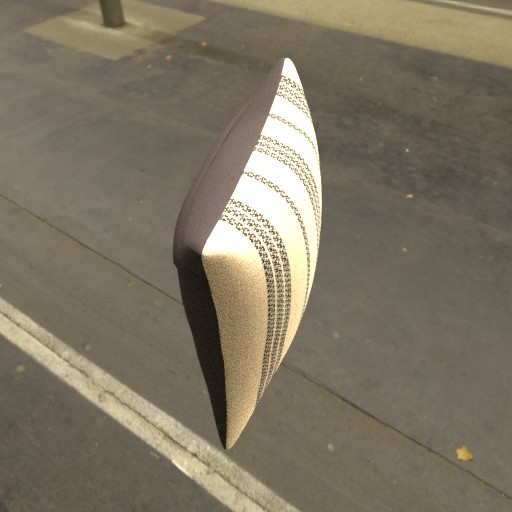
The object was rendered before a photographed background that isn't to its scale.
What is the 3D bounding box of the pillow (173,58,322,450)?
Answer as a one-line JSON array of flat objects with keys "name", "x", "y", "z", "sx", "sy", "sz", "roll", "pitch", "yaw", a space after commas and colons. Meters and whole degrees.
[{"name": "pillow", "x": 0.000, "y": 0.000, "z": 0.635, "sx": 0.173, "sy": 0.406, "sz": 0.405, "roll": 9, "pitch": 46, "yaw": 9}]
